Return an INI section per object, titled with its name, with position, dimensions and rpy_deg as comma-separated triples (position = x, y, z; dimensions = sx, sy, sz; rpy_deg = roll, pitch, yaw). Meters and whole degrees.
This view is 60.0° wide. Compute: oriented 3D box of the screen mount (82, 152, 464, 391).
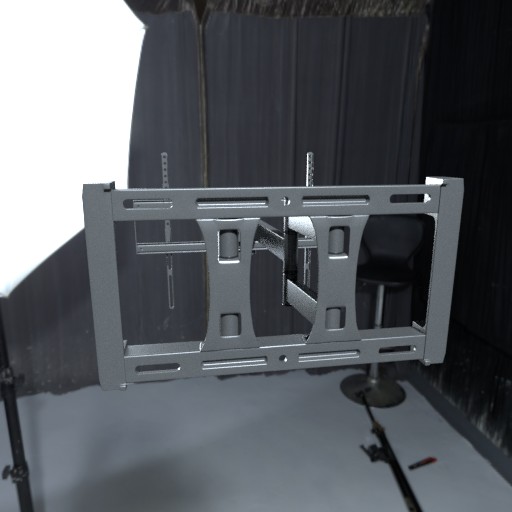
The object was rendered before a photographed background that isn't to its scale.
[screen mount]
position = 0.000, 0.000, 1.099
dimensions = 0.661, 0.491, 0.644
rpy_deg = -2, 14, -9
